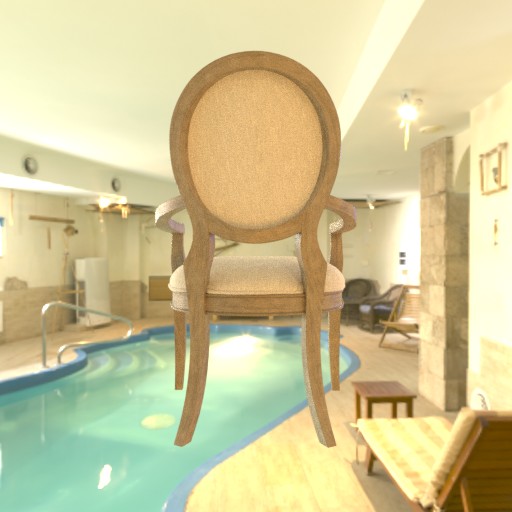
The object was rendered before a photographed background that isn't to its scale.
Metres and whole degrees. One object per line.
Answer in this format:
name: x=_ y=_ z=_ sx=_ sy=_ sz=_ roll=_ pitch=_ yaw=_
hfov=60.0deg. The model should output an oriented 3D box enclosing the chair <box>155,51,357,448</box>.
chair: x=0.000 y=0.000 z=1.349 sx=0.611 sy=0.991 sz=0.602 roll=0 pitch=0 yaw=1
